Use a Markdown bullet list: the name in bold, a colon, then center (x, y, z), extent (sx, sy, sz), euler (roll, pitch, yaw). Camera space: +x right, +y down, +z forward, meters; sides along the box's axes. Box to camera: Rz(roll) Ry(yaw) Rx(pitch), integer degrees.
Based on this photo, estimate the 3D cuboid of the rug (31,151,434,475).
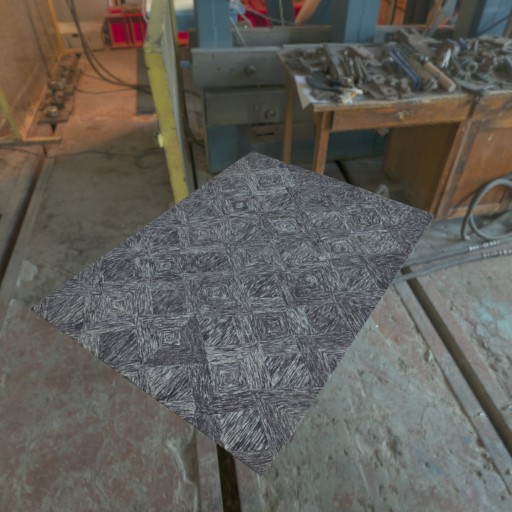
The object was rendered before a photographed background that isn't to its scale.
- **rug**: center (0.000, 0.000, 5.286), extent (2.997, 0.020, 4.093), euler (25, 48, 25)
